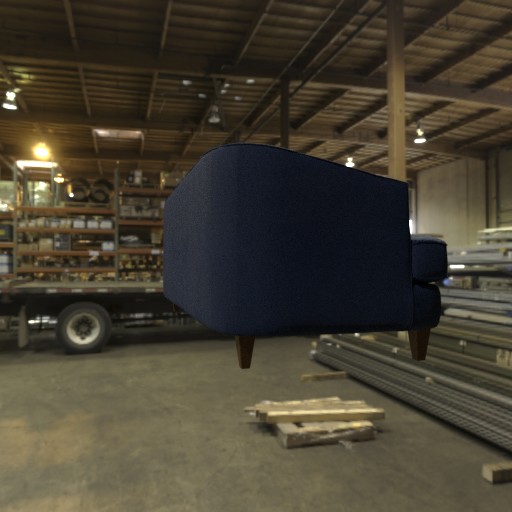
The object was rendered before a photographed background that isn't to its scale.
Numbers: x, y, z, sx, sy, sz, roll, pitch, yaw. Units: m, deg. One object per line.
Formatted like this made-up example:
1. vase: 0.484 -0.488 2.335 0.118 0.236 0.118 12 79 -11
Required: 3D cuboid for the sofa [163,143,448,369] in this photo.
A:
1. sofa: 0.000 0.000 2.682 0.941 0.855 2.278 0 -1 -18
